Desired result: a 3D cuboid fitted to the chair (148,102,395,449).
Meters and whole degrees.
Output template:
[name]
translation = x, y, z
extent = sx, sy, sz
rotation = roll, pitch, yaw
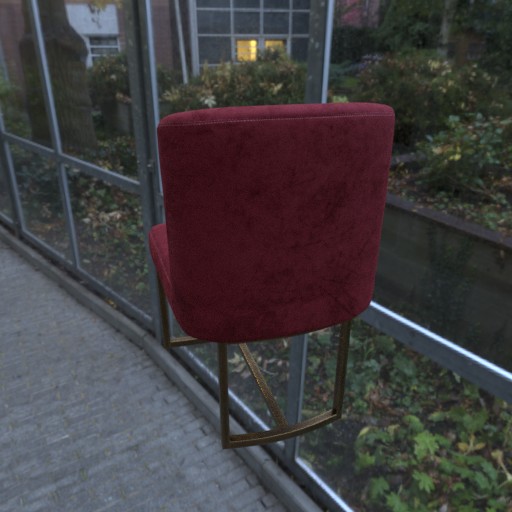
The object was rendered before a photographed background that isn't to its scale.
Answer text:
[chair]
translation = 0.000, 0.000, 1.197
extent = 0.530, 0.824, 0.560
rotation = -8, 26, -17
